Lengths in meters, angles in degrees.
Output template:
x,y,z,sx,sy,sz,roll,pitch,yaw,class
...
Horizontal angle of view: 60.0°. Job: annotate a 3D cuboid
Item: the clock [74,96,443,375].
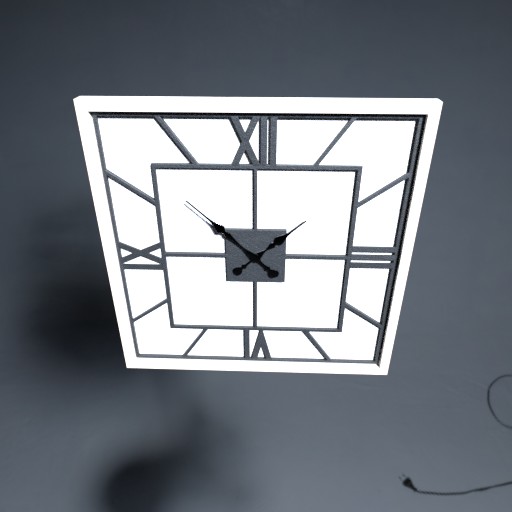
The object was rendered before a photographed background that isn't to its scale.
x,y,z,sx,sy,sz,roll,pitch,yaw,class
0.000,0.000,1.036,0.705,0.705,0.032,1,30,2,clock
